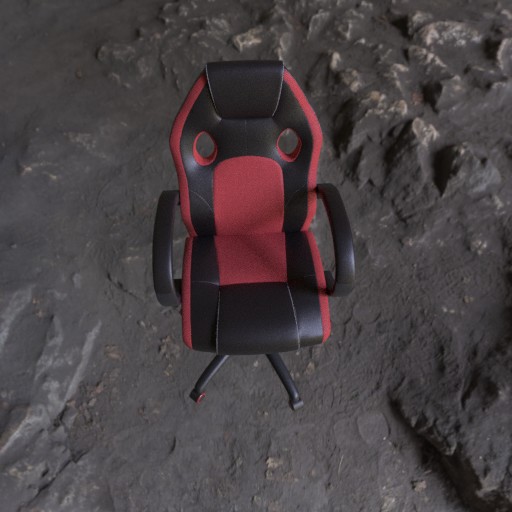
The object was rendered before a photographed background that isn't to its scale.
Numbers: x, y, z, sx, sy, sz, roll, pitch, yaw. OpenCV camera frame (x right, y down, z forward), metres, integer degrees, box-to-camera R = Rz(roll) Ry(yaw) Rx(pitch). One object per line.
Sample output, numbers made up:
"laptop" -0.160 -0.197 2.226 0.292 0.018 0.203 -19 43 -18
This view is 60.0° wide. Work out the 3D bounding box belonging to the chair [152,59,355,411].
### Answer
"chair" 0.000 0.000 1.700 0.750 1.189 0.783 -3 49 -3
